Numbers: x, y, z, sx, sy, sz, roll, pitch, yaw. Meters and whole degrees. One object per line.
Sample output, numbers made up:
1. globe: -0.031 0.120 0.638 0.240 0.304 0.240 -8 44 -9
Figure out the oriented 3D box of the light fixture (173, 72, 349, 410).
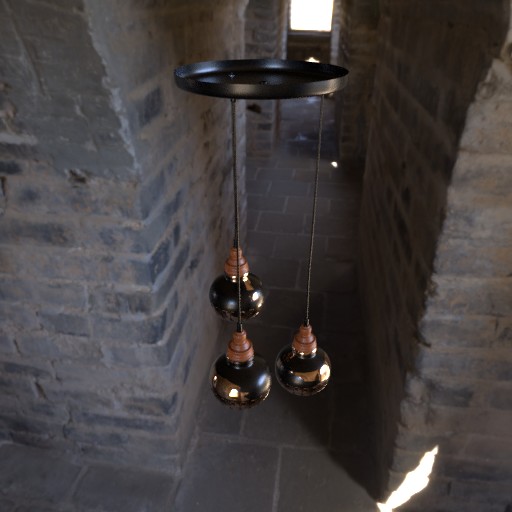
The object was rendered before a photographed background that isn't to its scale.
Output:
1. light fixture: 0.000 0.000 1.798 0.608 1.410 0.605 -22 37 -32
